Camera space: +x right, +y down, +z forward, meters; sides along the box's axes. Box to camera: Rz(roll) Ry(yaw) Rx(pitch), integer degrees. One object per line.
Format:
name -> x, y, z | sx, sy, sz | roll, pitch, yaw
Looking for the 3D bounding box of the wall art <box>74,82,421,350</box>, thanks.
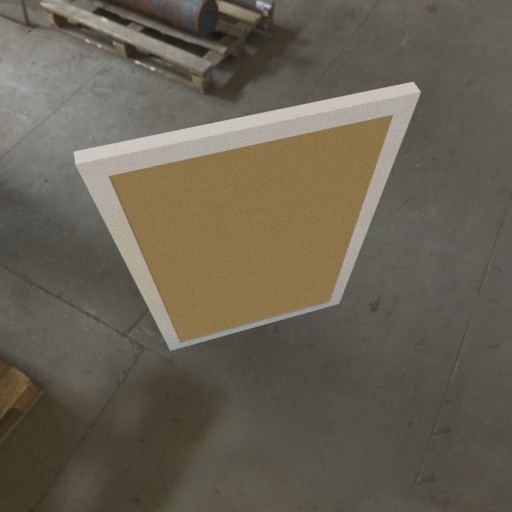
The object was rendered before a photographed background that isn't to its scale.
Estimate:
wall art -> 0.000, 0.000, 1.443 | 0.764, 1.143, 0.038 | -14, 60, -8
